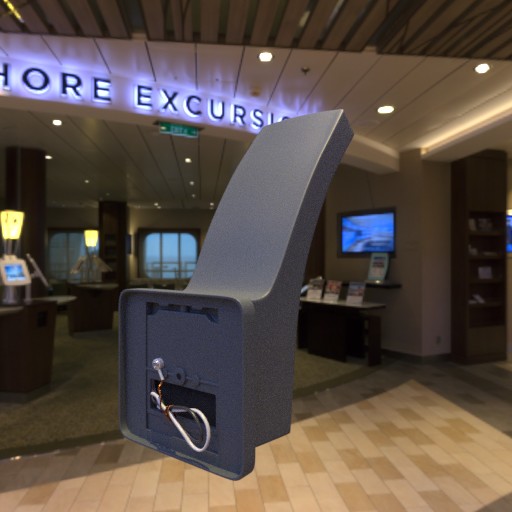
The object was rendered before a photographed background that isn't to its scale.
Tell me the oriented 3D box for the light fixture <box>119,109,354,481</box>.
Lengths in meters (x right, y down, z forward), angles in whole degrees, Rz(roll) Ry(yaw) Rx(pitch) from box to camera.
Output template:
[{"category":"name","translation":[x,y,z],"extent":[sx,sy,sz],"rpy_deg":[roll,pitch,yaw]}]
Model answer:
[{"category":"light fixture","translation":[0.000,0.000,0.332],"extent":[0.108,0.243,0.174],"rpy_deg":[0,0,37]}]
